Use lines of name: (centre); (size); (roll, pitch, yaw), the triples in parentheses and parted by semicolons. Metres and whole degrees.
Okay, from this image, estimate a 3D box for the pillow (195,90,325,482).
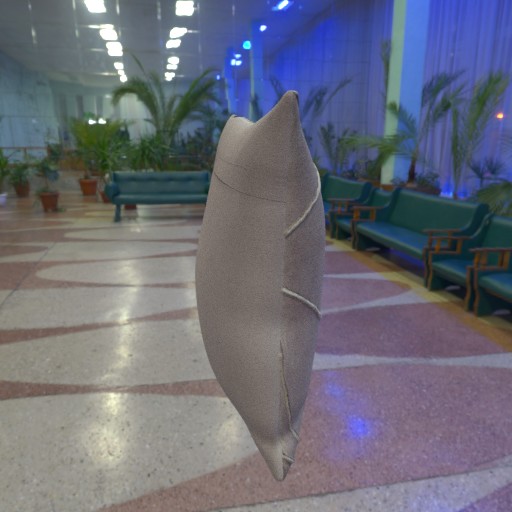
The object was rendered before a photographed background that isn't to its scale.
pillow: (0.000, 0.000, 0.675); (0.185, 0.440, 0.439); (-3, 16, -10)
